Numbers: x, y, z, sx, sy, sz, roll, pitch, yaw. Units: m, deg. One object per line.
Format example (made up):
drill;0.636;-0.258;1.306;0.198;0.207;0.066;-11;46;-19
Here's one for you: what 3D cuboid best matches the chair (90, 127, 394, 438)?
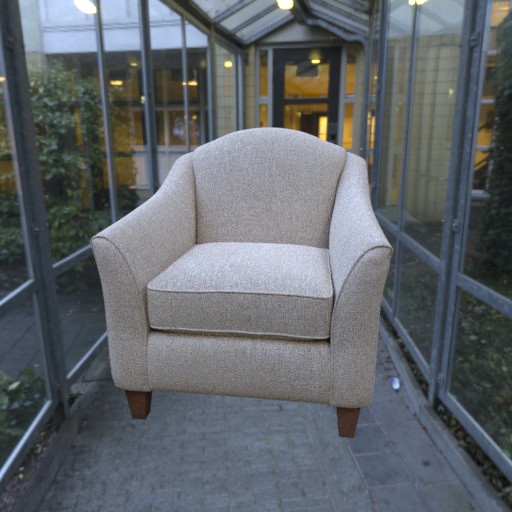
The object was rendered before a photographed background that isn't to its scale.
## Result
chair;0.000;0.000;1.477;0.763;0.839;0.787;2;15;8
